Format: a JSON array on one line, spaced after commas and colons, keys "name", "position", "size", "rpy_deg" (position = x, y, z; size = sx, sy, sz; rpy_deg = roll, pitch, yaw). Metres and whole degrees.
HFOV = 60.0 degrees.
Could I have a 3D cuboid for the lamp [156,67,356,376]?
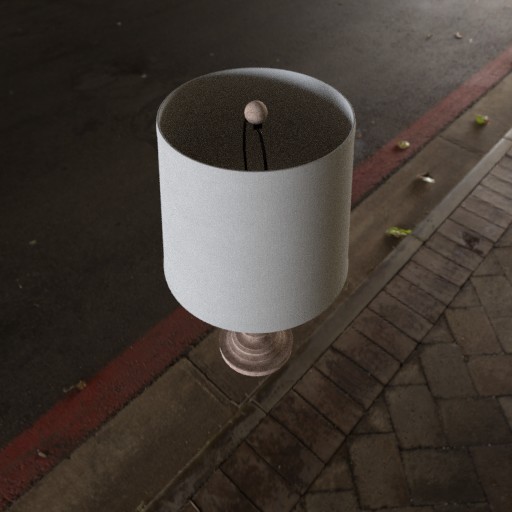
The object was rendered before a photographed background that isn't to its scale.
[{"name": "lamp", "position": [0.000, 0.000, 0.664], "size": [0.273, 0.497, 0.273], "rpy_deg": [0, 48, 0]}]
